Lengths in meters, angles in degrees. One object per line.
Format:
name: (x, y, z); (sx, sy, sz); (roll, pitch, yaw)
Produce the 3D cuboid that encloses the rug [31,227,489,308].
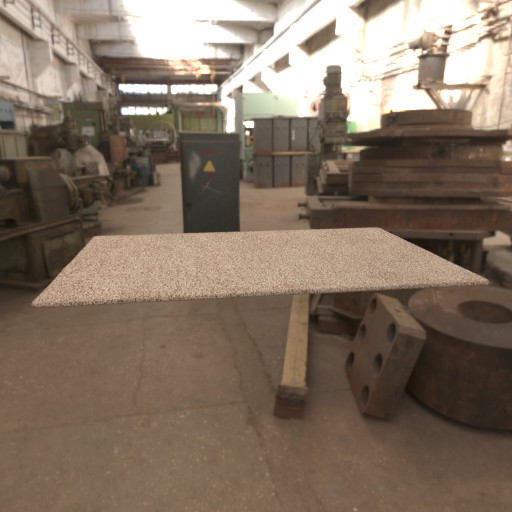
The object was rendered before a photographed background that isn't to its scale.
rug: (0.000, 0.000, 3.045); (2.438, 0.030, 1.524); (-2, 15, -8)
